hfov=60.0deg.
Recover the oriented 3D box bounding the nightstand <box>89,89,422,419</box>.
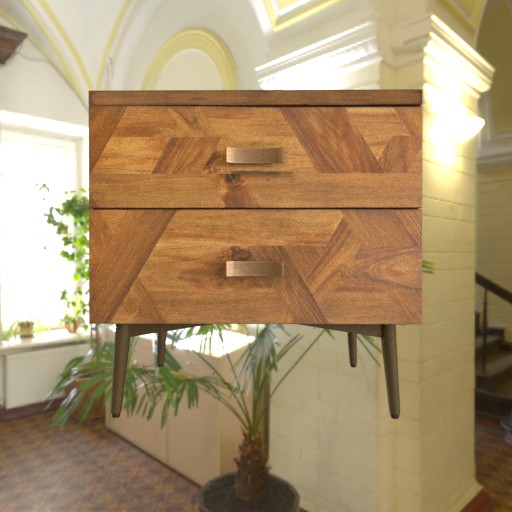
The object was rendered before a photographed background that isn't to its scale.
[{"bbox_3d":[0.000,0.000,1.014,0.610,0.610,0.458,0,0,1],"label":"nightstand"}]
